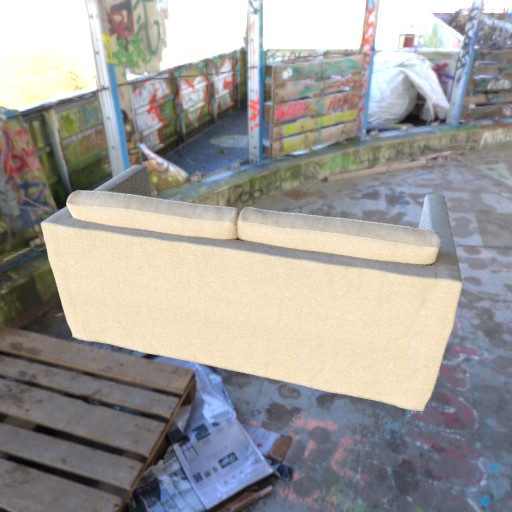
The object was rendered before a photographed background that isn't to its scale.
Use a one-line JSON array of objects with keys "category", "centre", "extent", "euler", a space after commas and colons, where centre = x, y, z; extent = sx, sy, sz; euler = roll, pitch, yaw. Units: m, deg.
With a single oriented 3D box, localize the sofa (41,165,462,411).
[{"category": "sofa", "centre": [0.000, 0.000, 2.451], "extent": [1.959, 0.835, 0.962], "euler": [8, 31, 14]}]
